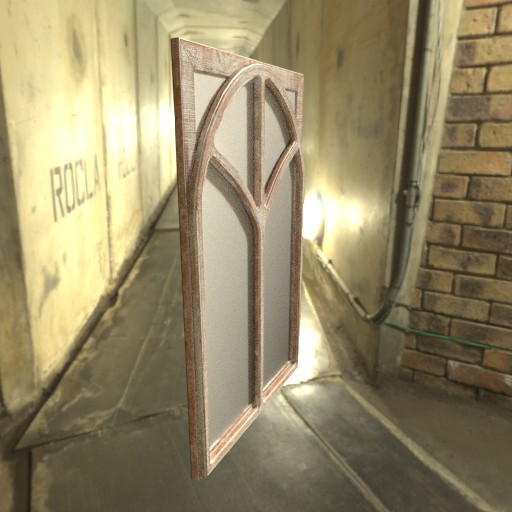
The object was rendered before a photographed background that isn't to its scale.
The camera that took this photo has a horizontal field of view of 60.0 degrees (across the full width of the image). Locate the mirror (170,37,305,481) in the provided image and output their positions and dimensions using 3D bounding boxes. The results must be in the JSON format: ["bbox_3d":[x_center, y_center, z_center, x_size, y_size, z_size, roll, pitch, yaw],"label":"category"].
[{"bbox_3d":[0.000,0.000,0.964,0.058,0.787,0.495,8,17,26],"label":"mirror"}]
